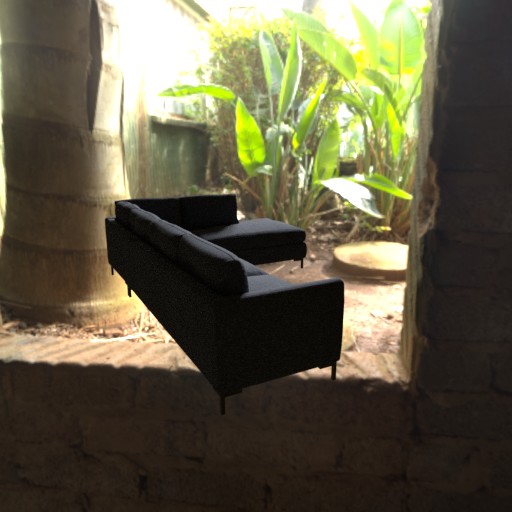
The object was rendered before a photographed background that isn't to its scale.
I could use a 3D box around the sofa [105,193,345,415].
[{"bbox_3d":[0.000,0.000,3.857,2.007,0.815,2.949,-8,16,-27],"label":"sofa"}]
